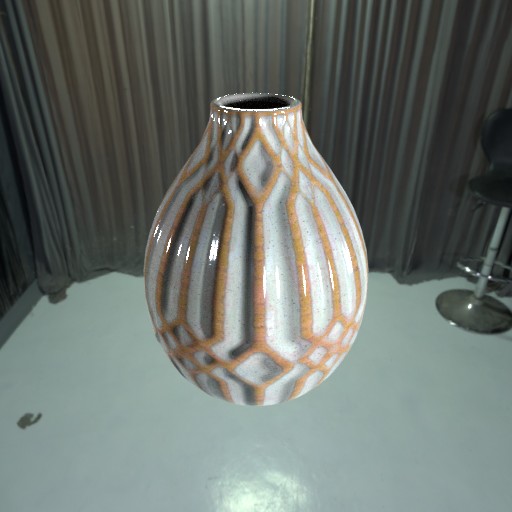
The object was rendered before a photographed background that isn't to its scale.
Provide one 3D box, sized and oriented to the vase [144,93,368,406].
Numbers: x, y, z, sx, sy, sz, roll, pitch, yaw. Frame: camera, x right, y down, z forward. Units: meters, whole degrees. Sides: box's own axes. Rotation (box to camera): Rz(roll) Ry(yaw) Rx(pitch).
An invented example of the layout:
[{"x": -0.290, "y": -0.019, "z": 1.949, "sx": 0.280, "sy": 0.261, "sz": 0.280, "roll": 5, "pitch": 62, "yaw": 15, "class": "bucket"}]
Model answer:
[{"x": 0.000, "y": 0.000, "z": 0.260, "sx": 0.131, "sy": 0.175, "sz": 0.131, "roll": 0, "pitch": 30, "yaw": 0, "class": "vase"}]
